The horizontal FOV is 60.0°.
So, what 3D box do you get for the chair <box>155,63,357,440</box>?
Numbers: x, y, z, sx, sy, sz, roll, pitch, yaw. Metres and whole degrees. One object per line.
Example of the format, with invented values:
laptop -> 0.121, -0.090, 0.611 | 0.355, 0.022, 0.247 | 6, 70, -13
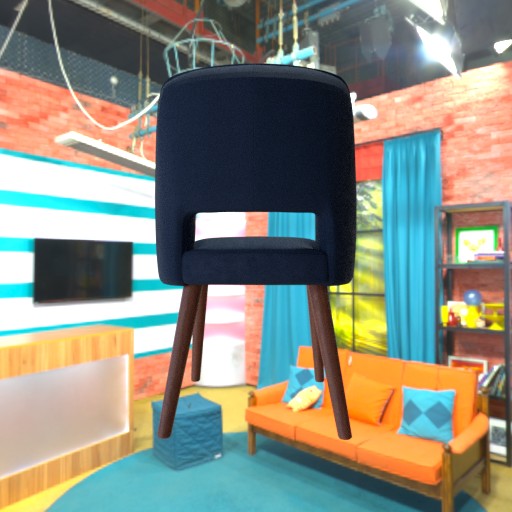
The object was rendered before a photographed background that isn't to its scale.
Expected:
chair -> 0.000, 0.000, 1.247 | 0.559, 0.844, 0.591 | 0, -1, 1
